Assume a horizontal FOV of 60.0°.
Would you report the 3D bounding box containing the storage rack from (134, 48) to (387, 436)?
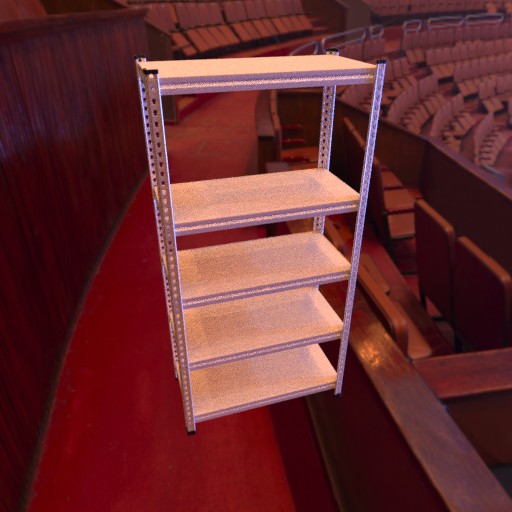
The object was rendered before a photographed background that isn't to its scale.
[{"bbox_3d":[0.000,0.000,2.221,0.914,1.829,0.457,-9,32,-15],"label":"storage rack"}]
